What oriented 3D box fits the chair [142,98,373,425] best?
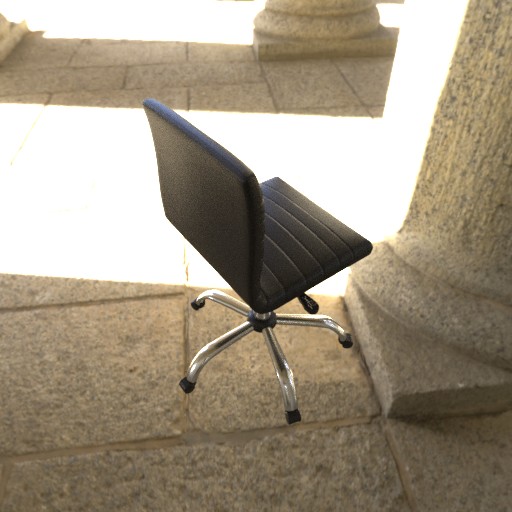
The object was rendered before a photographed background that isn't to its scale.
[{"bbox_3d":[0.000,0.000,1.143,0.530,0.780,0.556,-26,48,-26],"label":"chair"}]
